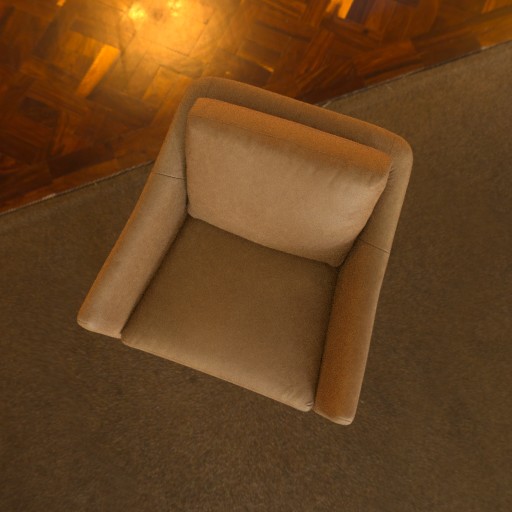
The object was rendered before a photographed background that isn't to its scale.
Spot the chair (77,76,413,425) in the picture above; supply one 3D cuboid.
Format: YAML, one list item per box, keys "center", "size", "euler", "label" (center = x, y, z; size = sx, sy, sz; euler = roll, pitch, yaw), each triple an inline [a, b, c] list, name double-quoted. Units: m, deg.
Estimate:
- center: [0.000, 0.000, 1.703]
  size: [0.988, 0.895, 0.963]
  euler: [19, 78, 4]
  label: "chair"
